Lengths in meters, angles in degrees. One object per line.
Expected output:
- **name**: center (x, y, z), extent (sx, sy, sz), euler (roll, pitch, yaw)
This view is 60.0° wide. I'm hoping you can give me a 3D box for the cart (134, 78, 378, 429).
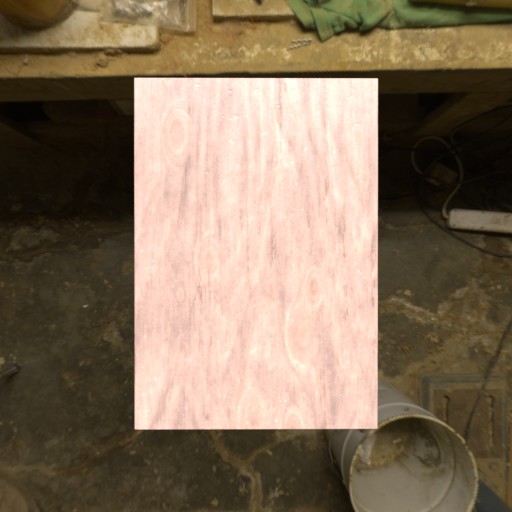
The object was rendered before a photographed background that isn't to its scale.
- **cart**: center (0.000, 0.000, 1.143), extent (0.403, 0.839, 0.584), euler (0, 90, 0)
